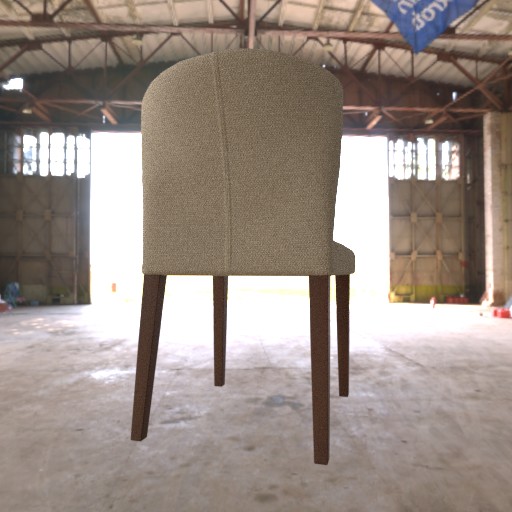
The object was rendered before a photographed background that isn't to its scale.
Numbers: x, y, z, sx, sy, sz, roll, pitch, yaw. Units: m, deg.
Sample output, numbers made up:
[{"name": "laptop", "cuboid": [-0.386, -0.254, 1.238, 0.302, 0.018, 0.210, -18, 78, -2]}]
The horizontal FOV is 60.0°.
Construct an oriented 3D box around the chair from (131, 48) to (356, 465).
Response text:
[{"name": "chair", "cuboid": [0.000, 0.000, 1.179, 0.491, 0.839, 0.589, -1, -2, 17]}]
